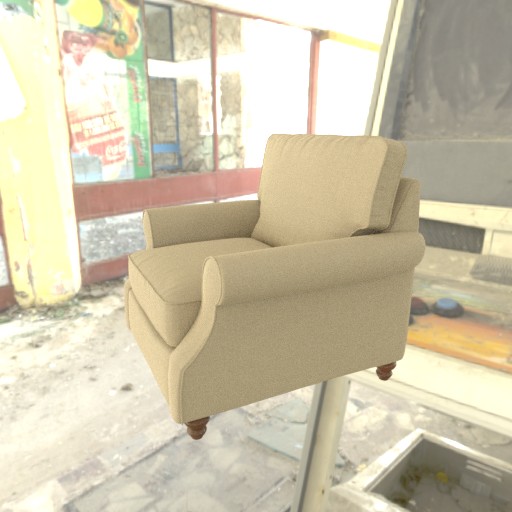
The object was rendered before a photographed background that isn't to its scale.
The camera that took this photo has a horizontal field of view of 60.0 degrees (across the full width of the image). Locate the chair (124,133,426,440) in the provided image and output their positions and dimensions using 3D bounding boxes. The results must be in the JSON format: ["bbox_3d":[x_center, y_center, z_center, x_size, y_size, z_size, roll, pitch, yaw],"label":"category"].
[{"bbox_3d":[0.000,0.000,1.827,0.966,0.967,1.029,-8,18,-25],"label":"chair"}]
